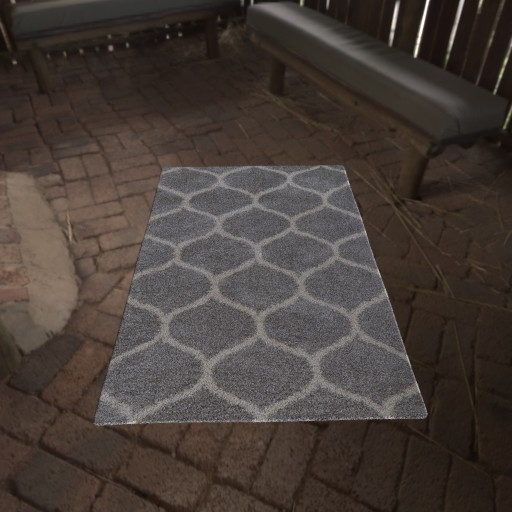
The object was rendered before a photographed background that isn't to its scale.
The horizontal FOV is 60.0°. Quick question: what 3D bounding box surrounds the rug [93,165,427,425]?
[{"bbox_3d":[0.000,0.000,3.385,1.801,0.026,2.701,-1,41,-1],"label":"rug"}]
